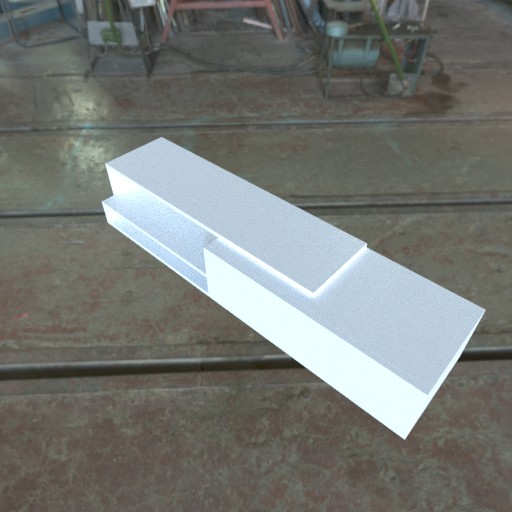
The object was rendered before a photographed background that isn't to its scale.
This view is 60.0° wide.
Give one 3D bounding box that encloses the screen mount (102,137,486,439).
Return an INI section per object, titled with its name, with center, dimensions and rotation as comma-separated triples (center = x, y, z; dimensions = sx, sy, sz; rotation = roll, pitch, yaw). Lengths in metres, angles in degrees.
[screen mount]
center = 0.000, 0.000, 1.865
dimensions = 1.680, 0.320, 0.420
rotation = 32, 52, 29
